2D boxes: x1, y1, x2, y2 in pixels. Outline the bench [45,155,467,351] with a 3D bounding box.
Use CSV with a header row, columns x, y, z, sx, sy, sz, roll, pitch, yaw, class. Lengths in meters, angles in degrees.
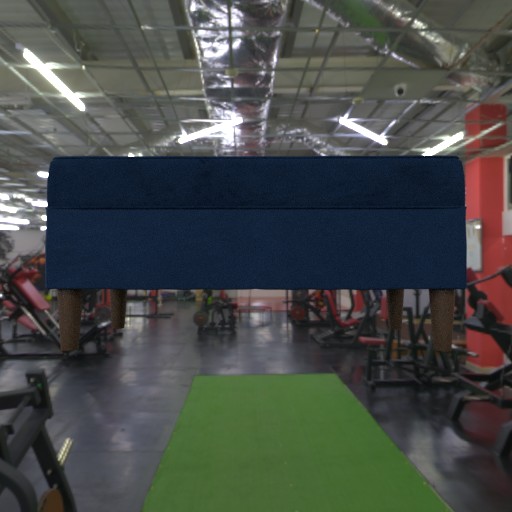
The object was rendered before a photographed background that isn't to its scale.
x,y,z,sx,sy,sz,roll,pitch,yaw,class
0.000,0.000,1.278,1.010,0.467,0.489,0,-1,0,bench
